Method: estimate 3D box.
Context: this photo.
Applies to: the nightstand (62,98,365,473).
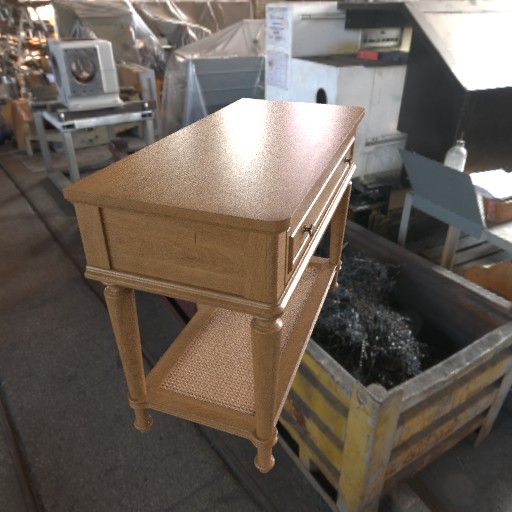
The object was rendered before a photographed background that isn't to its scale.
[{"bbox_3d":[0.000,0.000,1.304,0.432,0.700,0.914,10,32,17],"label":"nightstand"}]
